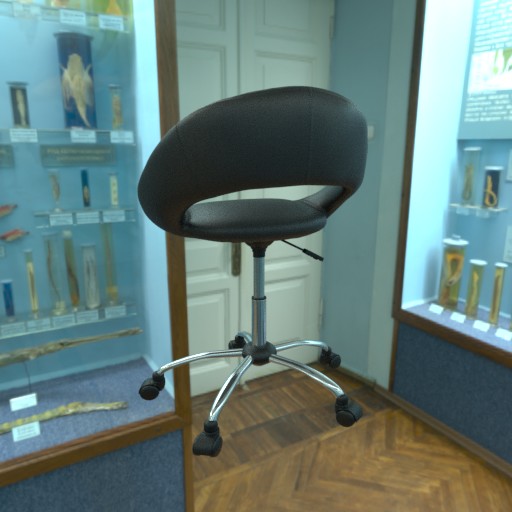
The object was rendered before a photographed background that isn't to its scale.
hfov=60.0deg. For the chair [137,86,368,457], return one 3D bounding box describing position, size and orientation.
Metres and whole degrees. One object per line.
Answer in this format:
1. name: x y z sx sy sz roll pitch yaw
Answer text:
1. chair: 0.000 0.000 1.167 0.612 0.791 0.538 -7 15 -27
